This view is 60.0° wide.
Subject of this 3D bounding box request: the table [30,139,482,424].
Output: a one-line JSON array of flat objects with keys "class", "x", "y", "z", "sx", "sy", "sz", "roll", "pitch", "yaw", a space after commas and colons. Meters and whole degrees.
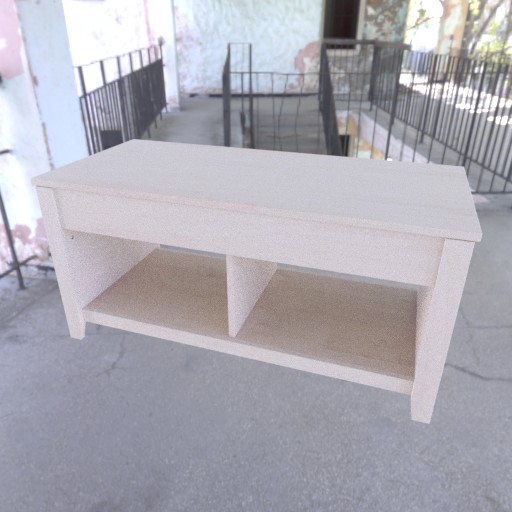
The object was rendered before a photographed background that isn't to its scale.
[{"class": "table", "x": 0.000, "y": 0.000, "z": 1.245, "sx": 1.016, "sy": 0.483, "sz": 0.457, "roll": 9, "pitch": 29, "yaw": 17}]
